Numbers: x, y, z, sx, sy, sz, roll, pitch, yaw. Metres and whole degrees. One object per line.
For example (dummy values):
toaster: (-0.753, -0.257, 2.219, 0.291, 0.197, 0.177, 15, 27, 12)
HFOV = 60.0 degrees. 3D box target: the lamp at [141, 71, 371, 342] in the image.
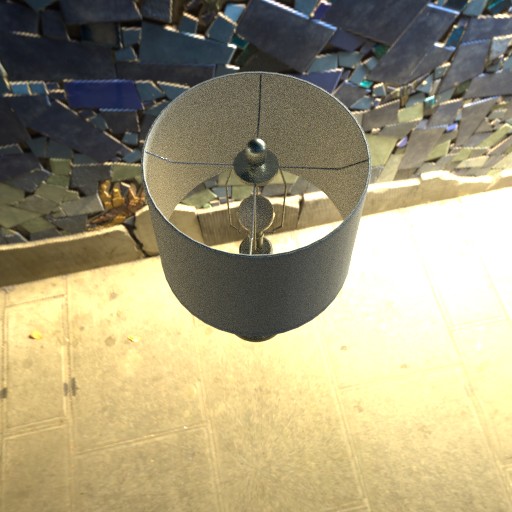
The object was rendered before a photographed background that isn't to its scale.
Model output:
lamp: (0.000, 0.000, 0.946, 0.383, 0.733, 0.383, 0, 64, 0)
